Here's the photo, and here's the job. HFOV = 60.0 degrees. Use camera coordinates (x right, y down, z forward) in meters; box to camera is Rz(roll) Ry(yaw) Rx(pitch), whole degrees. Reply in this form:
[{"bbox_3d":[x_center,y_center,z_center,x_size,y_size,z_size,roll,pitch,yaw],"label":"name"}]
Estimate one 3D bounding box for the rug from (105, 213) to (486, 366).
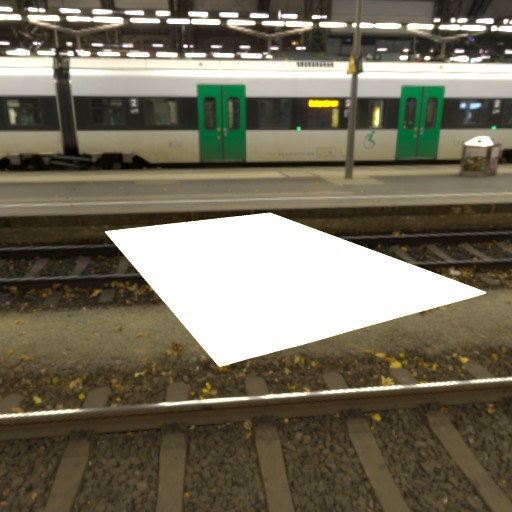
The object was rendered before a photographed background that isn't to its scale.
[{"bbox_3d":[0.000,0.000,2.376,1.234,0.006,1.850,-9,20,-27],"label":"rug"}]
